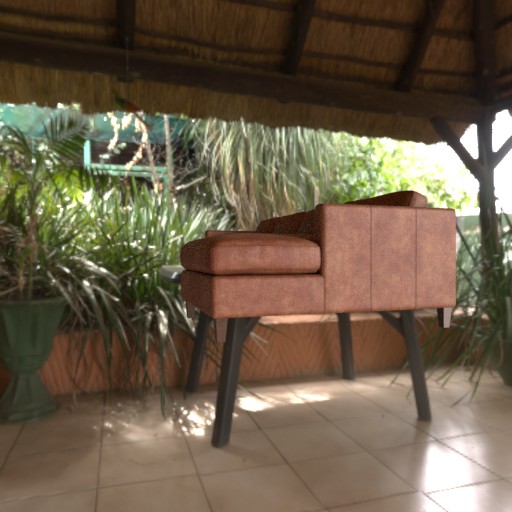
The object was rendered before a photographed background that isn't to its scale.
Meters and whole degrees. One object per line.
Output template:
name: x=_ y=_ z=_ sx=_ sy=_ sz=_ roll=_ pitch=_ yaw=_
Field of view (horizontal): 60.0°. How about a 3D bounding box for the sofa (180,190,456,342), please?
sofa: x=0.000 y=0.000 z=4.022 sx=1.581 sy=0.883 sz=3.203 roll=0 pitch=0 yaw=-18
